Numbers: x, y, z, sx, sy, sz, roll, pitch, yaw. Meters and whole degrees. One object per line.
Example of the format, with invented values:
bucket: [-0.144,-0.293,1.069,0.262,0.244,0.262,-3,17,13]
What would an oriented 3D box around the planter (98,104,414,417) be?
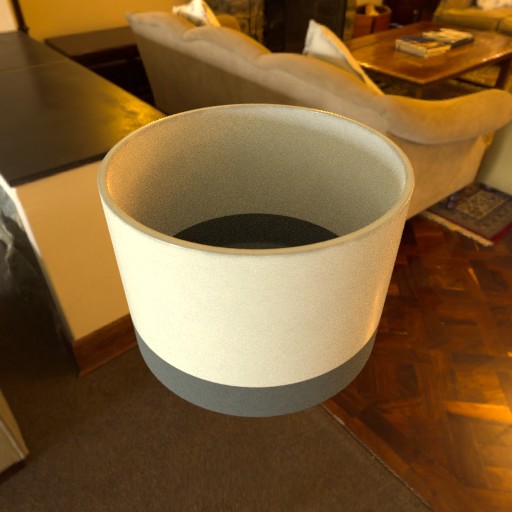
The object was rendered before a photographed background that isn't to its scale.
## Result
planter: [0.000,0.000,0.219,0.128,0.105,0.128,0,39,0]
